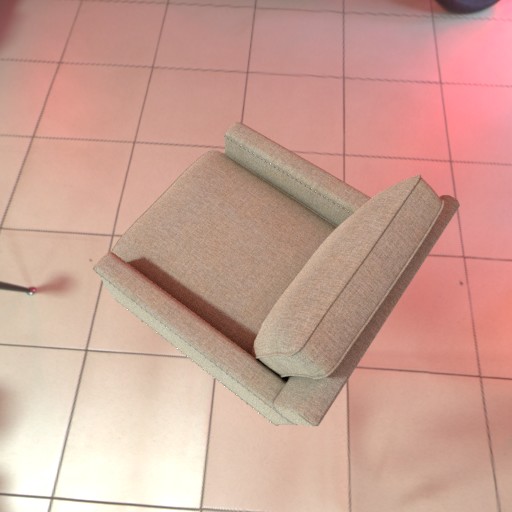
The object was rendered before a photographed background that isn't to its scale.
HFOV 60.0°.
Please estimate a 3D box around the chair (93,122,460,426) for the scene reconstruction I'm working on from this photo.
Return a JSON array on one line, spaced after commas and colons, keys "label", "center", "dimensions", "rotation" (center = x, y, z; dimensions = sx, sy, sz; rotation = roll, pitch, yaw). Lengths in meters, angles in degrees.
[{"label": "chair", "center": [0.000, 0.000, 1.699], "dimensions": [1.014, 0.943, 0.853], "rotation": [34, 69, 15]}]
